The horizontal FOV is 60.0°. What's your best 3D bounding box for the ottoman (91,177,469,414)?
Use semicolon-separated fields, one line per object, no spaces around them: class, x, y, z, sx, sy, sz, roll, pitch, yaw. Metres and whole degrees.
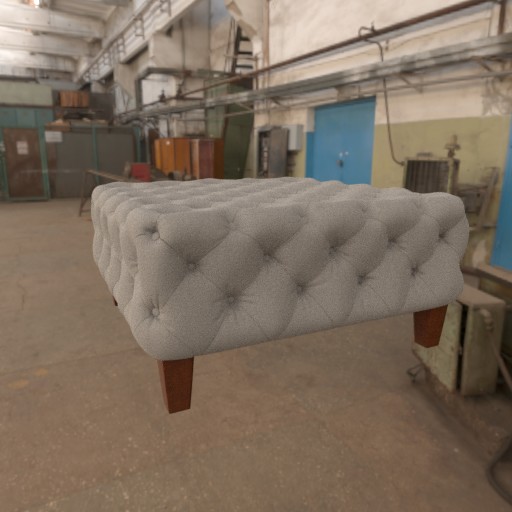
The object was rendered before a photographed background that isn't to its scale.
ottoman;0.000;0.000;1.403;0.911;0.439;0.917;-6;15;-25
